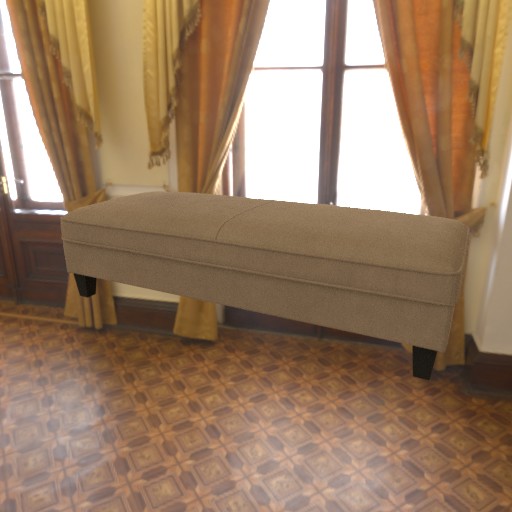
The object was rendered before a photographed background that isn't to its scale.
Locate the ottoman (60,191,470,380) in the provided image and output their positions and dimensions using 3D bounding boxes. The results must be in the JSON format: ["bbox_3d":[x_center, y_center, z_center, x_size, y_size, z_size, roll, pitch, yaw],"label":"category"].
[{"bbox_3d":[0.000,0.000,2.025,1.726,0.460,0.735,9,20,26],"label":"ottoman"}]
